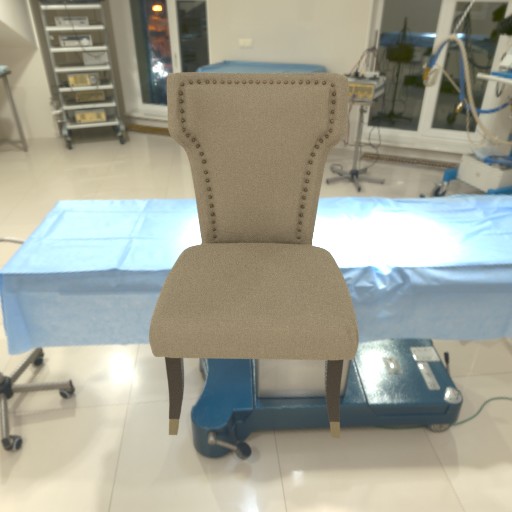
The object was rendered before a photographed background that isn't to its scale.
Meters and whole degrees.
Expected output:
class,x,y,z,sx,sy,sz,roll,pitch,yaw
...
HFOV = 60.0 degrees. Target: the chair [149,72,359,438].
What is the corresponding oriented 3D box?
class,x,y,z,sx,sy,sz,roll,pitch,yaw
chair,0.000,0.000,1.313,0.526,0.955,0.630,1,31,1
